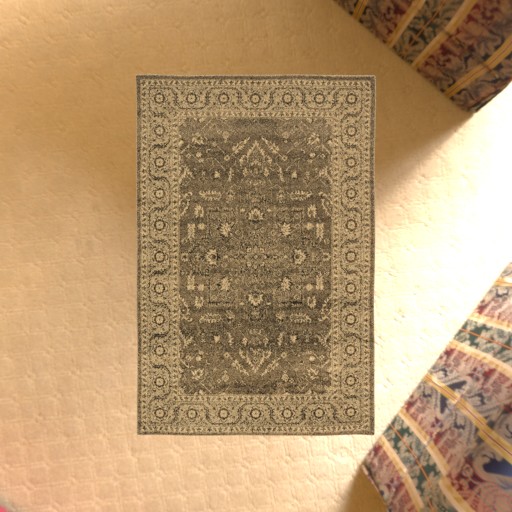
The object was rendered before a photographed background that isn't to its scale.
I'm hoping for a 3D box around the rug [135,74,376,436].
[{"bbox_3d":[0.000,0.000,2.239,1.209,0.019,1.828,0,91,0],"label":"rug"}]
